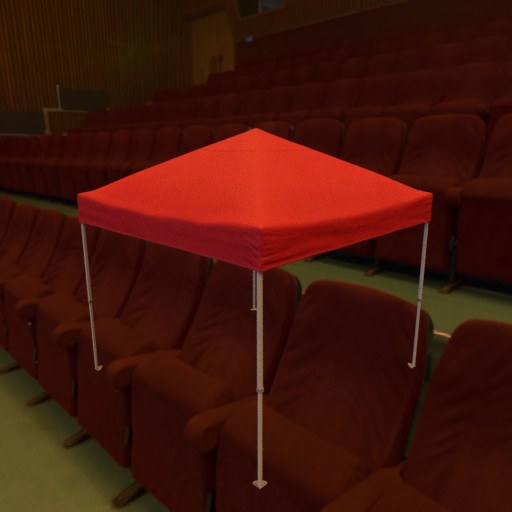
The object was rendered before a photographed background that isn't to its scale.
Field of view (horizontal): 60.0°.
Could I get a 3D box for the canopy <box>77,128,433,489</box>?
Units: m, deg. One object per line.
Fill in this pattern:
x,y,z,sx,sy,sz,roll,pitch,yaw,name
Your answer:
0.000,0.000,5.408,2.996,2.997,2.998,14,20,42,canopy
